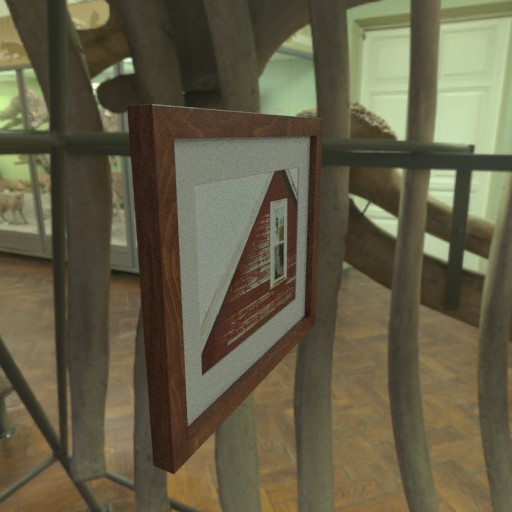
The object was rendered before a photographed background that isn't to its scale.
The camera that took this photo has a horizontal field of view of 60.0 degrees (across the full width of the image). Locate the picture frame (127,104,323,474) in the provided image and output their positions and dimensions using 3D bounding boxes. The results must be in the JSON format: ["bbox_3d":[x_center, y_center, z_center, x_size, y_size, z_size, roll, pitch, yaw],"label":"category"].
[{"bbox_3d":[0.000,0.000,0.541,0.025,0.330,0.381,8,17,26],"label":"picture frame"}]
